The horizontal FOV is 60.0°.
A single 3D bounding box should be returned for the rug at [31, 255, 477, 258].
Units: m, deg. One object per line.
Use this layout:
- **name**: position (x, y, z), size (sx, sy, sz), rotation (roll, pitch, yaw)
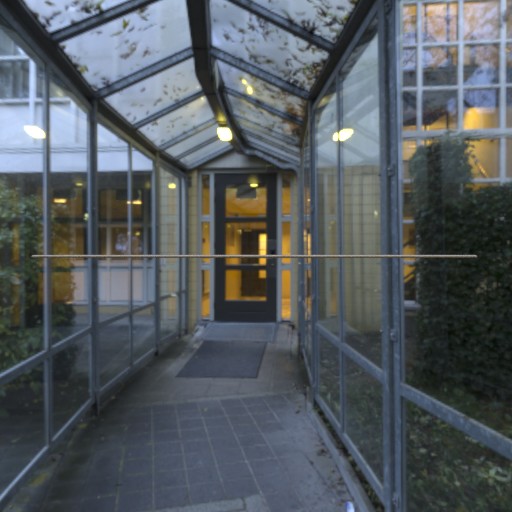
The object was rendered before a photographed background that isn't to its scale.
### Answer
- **rug**: position (0.000, 0.000, 3.023), size (2.294, 0.014, 1.528), rotation (0, 0, 1)
